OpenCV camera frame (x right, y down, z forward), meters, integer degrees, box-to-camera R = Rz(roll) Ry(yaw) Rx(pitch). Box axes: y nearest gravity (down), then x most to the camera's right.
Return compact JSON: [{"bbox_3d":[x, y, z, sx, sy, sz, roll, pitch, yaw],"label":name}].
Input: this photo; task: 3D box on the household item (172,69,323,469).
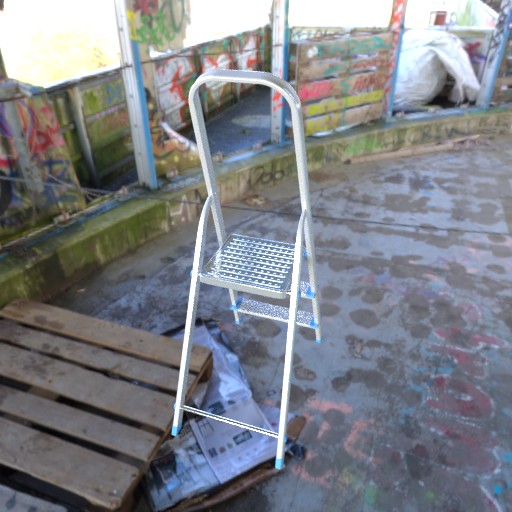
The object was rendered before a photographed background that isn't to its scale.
[{"bbox_3d":[0.000,0.000,1.506,0.420,1.215,0.687,10,34,16],"label":"household item"}]
